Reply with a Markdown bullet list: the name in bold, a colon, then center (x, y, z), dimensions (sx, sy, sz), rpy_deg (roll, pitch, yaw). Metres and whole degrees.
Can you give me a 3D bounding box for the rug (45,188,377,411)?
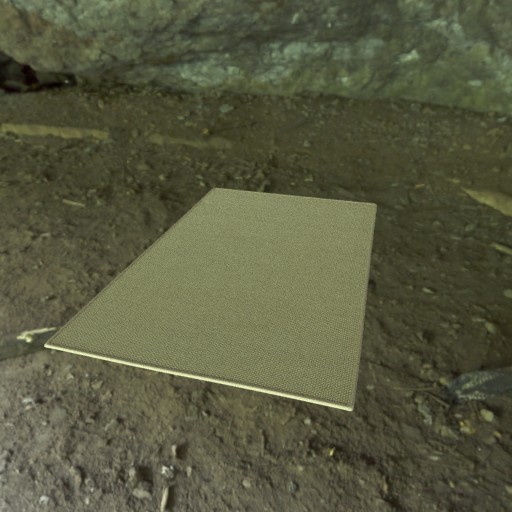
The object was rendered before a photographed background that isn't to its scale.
- **rug**: center (0.000, 0.000, 2.123), dimensions (1.067, 0.013, 1.676), rpy_deg (8, 29, 14)
